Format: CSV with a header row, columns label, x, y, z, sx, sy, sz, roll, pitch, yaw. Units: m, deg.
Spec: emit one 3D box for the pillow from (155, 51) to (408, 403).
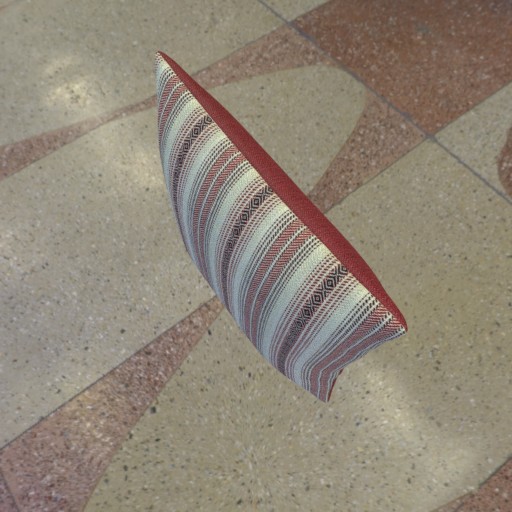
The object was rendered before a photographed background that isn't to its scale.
label,x,y,z,sx,sy,sz,roll,pitch,yaw
pillow,0.000,0.000,0.763,0.166,0.497,0.513,-33,68,-15
